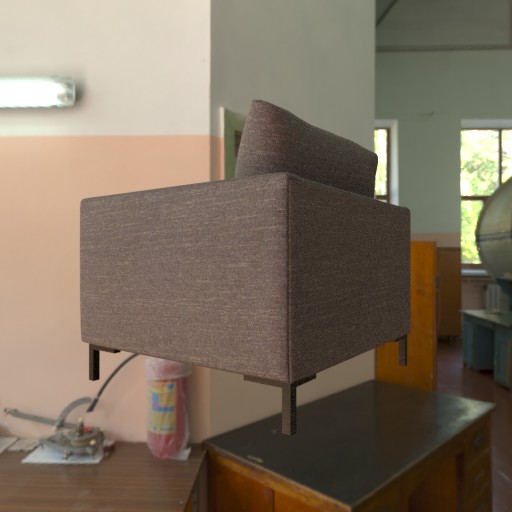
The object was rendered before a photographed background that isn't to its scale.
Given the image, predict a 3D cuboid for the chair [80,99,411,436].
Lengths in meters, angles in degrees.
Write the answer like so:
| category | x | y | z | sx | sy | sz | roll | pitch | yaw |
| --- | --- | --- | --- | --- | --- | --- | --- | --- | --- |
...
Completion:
| category | x | y | z | sx | sy | sz | roll | pitch | yaw |
| --- | --- | --- | --- | --- | --- | --- | --- | --- | --- |
| chair | 0.000 | 0.000 | 1.610 | 0.845 | 0.841 | 0.940 | 0 | 0 | 36 |
